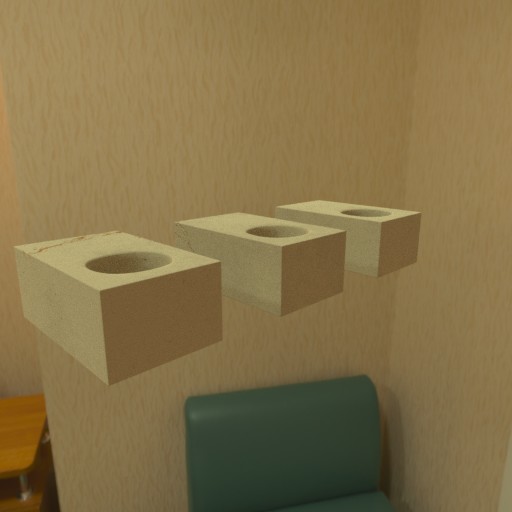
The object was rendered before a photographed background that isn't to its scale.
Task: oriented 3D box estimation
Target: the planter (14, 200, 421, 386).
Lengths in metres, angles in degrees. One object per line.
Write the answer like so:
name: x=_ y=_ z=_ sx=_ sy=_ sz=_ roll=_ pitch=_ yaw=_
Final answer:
planter: x=0.000 y=0.000 z=0.374 sx=0.333 sy=0.051 sz=0.127 roll=-14 pitch=20 yaw=-43
